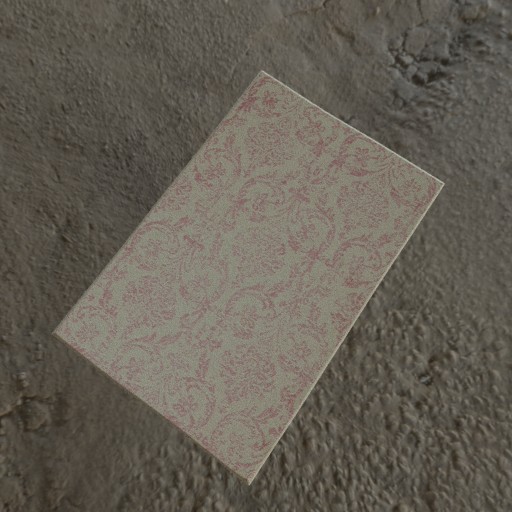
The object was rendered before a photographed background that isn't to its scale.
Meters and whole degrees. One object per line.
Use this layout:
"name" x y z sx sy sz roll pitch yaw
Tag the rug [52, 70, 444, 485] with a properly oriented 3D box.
"rug" 0.000 0.000 3.460 1.819 0.018 2.746 34 79 7
